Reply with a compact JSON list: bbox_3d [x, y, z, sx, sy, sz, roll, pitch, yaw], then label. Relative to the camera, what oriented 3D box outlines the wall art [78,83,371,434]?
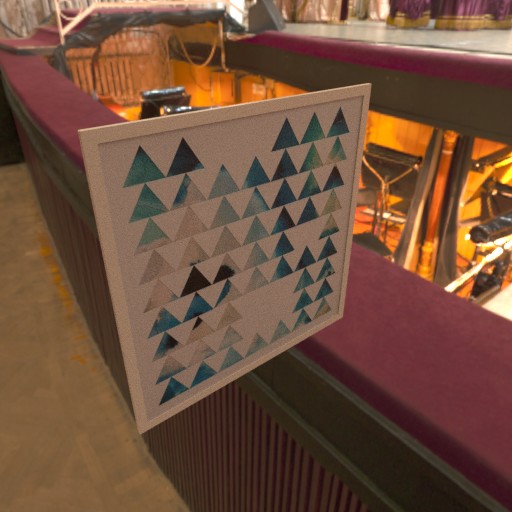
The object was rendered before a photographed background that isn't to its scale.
[{"bbox_3d":[0.000,0.000,1.211,0.809,0.809,0.012,-22,37,-33],"label":"wall art"}]
